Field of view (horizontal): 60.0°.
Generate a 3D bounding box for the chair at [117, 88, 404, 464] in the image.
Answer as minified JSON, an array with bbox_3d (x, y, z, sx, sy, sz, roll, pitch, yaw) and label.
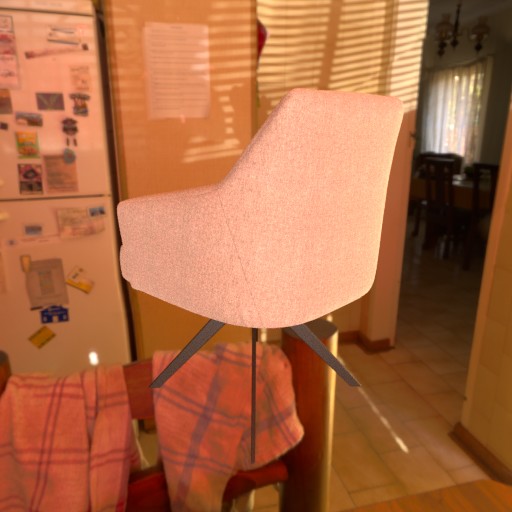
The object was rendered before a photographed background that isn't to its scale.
[{"bbox_3d":[0.000,0.000,1.301,0.642,0.874,0.677,-16,22,-43],"label":"chair"}]
